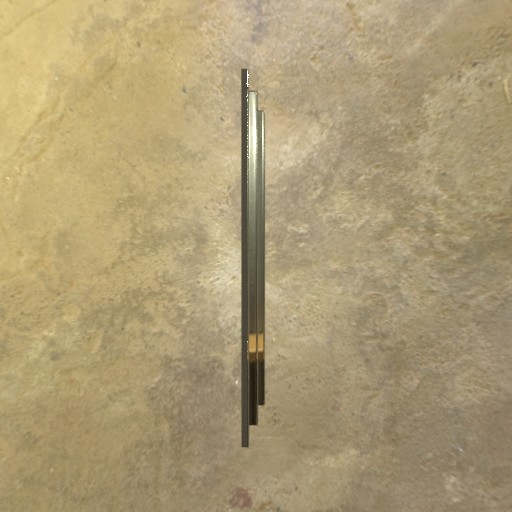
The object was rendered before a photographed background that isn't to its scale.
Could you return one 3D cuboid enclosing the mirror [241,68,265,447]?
[{"bbox_3d":[0.000,0.000,1.172,0.039,0.914,0.613,0,91,1],"label":"mirror"}]
